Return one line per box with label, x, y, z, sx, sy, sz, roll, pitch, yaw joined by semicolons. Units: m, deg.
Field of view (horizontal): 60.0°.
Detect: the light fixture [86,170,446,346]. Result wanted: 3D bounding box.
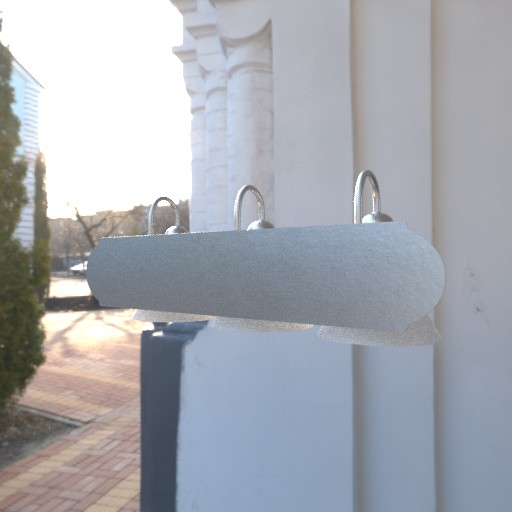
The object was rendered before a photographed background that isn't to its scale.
light fixture;0.000;0.000;0.707;0.610;0.222;0.199;-1;-1;35
